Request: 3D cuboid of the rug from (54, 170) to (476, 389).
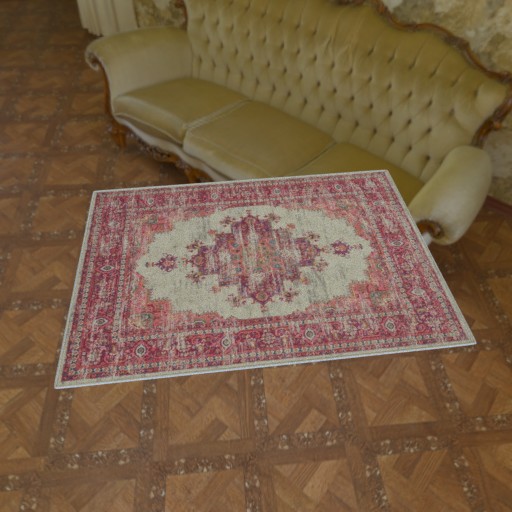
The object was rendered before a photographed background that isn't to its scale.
[{"bbox_3d":[0.000,0.000,3.649,2.878,0.014,2.005,-5,48,-4],"label":"rug"}]
